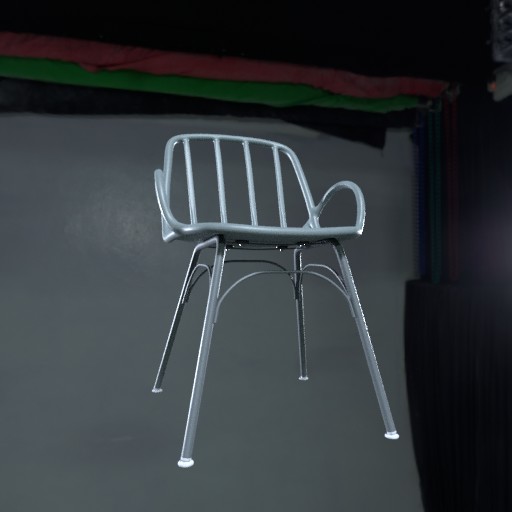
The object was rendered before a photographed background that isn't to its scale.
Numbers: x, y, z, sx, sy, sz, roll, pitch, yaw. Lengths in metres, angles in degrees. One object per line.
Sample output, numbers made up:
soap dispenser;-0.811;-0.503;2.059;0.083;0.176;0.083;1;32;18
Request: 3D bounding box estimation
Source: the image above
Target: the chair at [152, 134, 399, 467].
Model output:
chair;0.000;0.000;1.201;0.549;0.816;0.597;0;-1;-17
